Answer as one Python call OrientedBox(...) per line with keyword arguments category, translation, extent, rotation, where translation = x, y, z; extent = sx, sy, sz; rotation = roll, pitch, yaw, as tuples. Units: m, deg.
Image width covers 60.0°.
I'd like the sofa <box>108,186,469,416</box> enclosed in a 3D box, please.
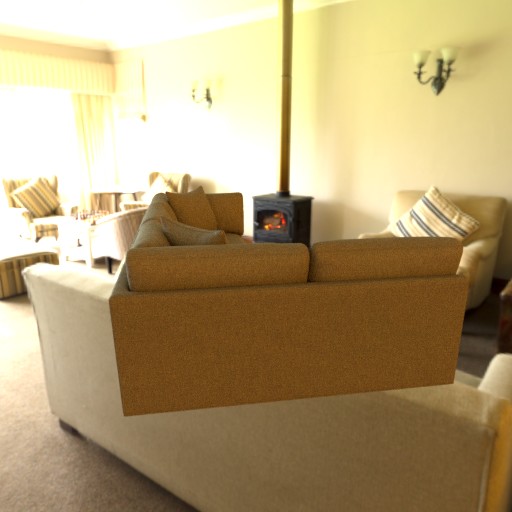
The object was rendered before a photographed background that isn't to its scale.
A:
OrientedBox(category="sofa", translation=(0.000, 0.000, 3.773), extent=(1.994, 0.978, 2.896), rotation=(-3, 15, -10))
